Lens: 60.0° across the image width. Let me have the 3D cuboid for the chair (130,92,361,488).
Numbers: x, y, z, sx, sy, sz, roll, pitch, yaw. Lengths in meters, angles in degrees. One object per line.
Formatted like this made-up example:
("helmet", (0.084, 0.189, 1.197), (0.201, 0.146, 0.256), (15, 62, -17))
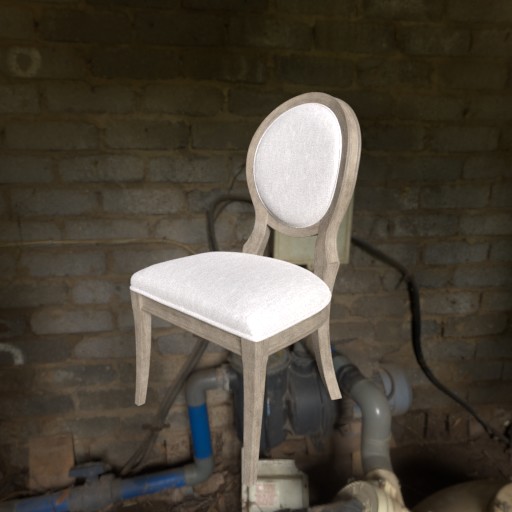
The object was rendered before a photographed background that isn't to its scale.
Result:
("chair", (0.000, 0.000, 1.371), (0.558, 0.990, 0.602), (14, 20, 42))
